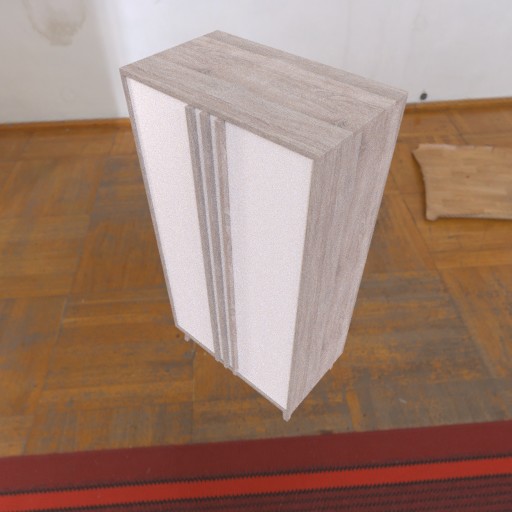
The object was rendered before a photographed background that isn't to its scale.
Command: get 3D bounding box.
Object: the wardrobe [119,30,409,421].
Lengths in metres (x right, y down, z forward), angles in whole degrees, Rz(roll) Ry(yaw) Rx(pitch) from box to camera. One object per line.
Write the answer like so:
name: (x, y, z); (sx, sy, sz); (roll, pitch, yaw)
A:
wardrobe: (0.000, 0.000, 2.430); (1.000, 1.960, 0.600); (31, 53, 27)
